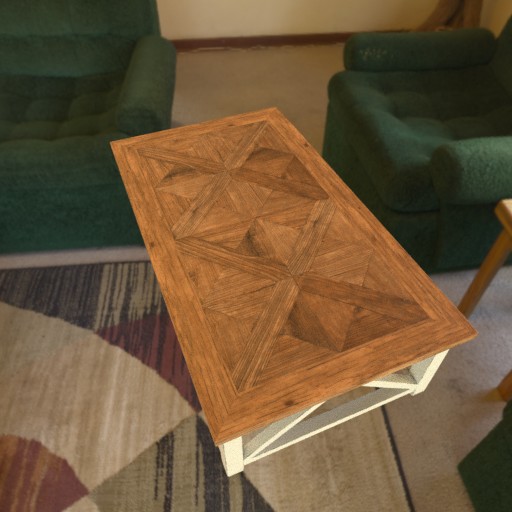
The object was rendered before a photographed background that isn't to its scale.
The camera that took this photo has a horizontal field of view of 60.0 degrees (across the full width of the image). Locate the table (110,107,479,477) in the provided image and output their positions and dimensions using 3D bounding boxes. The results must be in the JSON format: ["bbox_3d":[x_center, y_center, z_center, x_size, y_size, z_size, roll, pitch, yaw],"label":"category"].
[{"bbox_3d":[0.000,0.000,1.755,0.800,0.410,1.400,-17,49,-15],"label":"table"}]
